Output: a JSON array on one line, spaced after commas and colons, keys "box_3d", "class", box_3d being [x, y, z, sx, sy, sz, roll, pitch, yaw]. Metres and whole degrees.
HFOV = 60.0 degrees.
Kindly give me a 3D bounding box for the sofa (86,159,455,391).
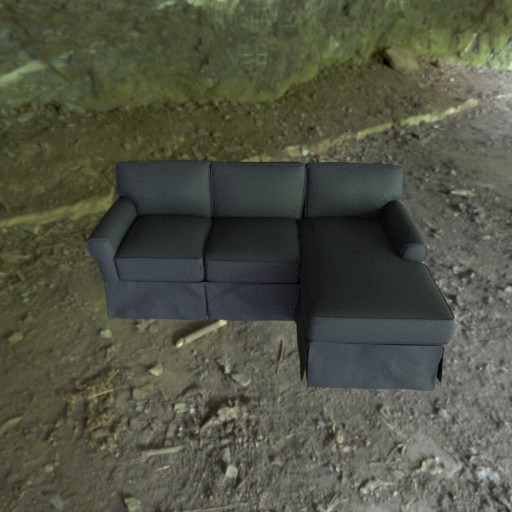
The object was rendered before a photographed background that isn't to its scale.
[{"box_3d": [0.000, 0.000, 3.344, 2.518, 1.039, 1.637, 1, 31, 2], "class": "sofa"}]
